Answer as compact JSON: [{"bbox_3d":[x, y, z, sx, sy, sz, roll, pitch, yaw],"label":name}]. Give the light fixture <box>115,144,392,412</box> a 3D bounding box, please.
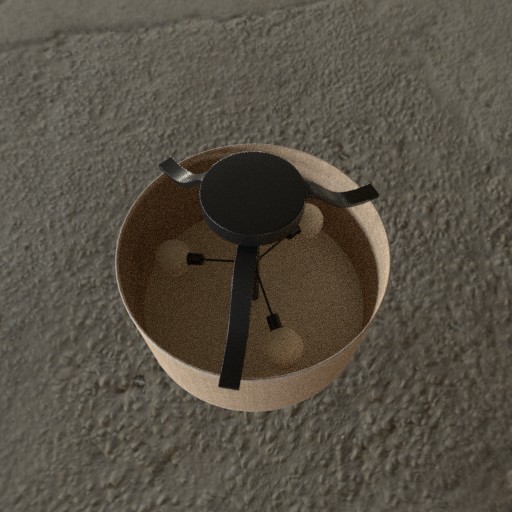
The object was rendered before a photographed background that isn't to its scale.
[{"bbox_3d":[0.000,0.000,0.651,0.390,0.306,0.390,0,59,0],"label":"light fixture"}]
